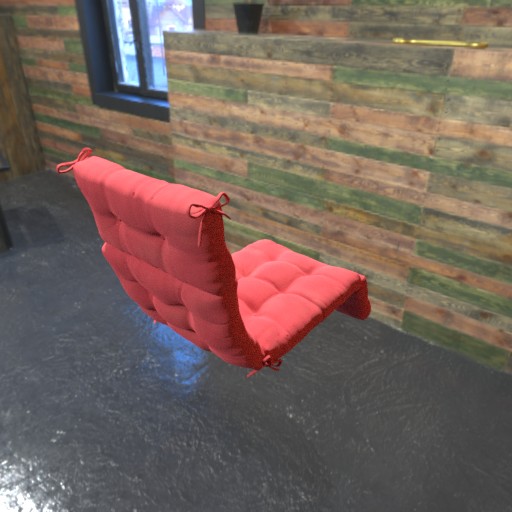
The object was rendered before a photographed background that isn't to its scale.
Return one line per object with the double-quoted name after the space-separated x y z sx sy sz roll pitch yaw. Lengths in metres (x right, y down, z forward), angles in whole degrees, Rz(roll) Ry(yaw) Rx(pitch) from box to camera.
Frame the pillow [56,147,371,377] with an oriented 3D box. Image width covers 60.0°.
0.000 0.000 1.527 0.526 0.863 1.016 22 36 33 "pillow"
